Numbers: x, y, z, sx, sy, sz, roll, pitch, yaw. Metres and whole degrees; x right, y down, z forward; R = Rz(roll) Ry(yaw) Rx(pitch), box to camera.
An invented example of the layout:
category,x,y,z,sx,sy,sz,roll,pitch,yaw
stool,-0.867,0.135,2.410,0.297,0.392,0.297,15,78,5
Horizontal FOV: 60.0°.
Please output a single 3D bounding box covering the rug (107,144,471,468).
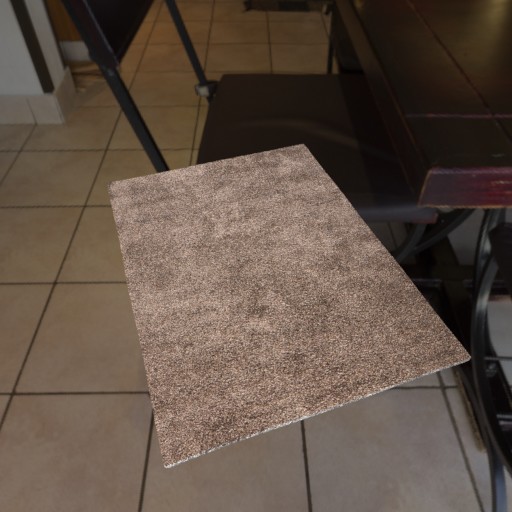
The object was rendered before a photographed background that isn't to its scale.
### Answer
category,x,y,z,sx,sy,sz,roll,pitch,yaw
rug,0.000,0.000,2.097,1.198,0.025,1.601,-14,48,-13
